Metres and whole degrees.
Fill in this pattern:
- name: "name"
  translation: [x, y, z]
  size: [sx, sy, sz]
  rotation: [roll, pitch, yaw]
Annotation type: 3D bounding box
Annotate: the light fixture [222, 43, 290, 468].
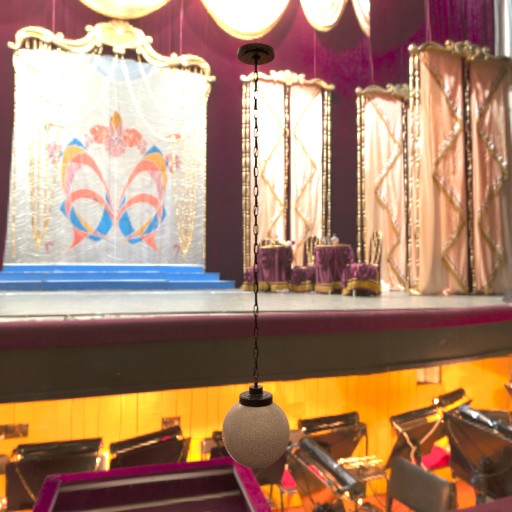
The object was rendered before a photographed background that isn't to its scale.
- name: "light fixture"
  translation: [0.000, 0.000, 2.004]
  size: [0.304, 1.867, 0.305]
  rotation: [0, -2, -17]
